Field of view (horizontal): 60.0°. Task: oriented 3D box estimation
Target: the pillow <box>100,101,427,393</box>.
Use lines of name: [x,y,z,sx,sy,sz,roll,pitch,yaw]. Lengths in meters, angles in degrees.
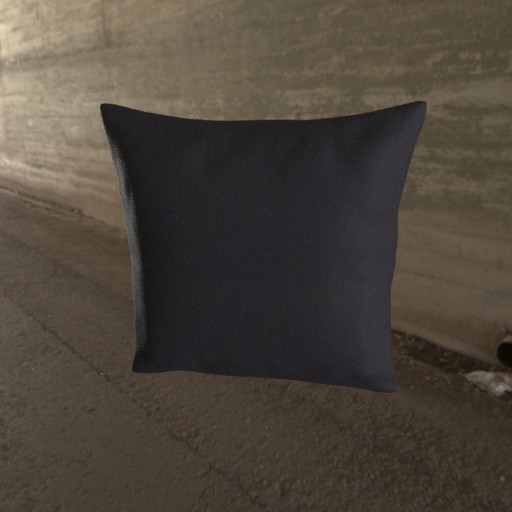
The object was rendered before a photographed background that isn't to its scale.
pillow: [0.000,0.000,0.774,0.520,0.508,0.166,3,17,8]
